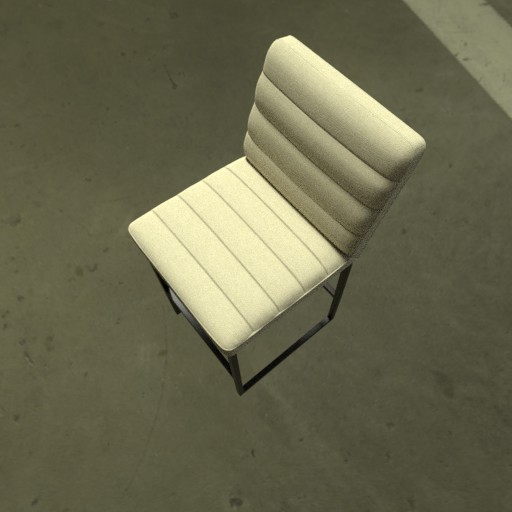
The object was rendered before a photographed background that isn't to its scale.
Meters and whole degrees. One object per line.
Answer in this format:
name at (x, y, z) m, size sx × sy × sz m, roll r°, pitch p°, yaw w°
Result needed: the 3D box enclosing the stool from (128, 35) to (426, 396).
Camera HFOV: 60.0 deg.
stool at (0.000, 0.000, 1.361) m, size 0.560 × 1.040 × 0.460 m, roll -36°, pitch 68°, yaw -17°
